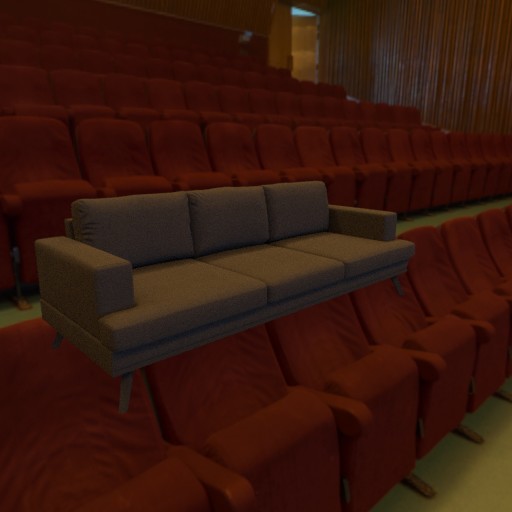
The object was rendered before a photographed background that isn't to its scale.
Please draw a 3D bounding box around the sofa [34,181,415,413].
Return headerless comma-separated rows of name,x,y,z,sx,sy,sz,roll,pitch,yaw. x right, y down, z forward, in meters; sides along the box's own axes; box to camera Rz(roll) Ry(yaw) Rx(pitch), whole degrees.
sofa,0.000,0.000,2.756,2.310,0.810,0.920,-12,18,-41
